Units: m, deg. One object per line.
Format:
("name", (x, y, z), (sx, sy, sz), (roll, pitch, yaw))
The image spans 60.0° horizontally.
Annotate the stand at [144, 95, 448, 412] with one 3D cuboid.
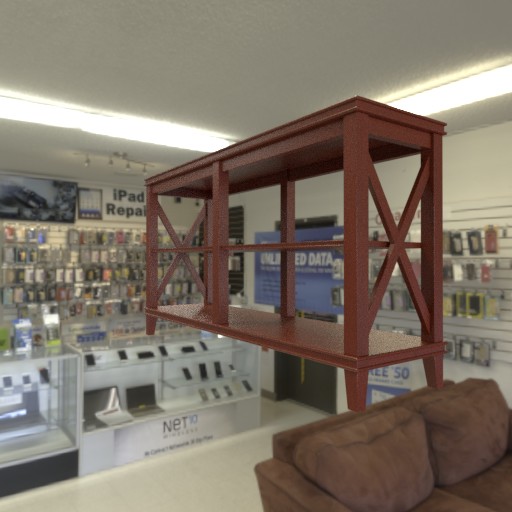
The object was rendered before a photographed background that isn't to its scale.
("stand", (0.000, 0.000, 1.725), (0.381, 0.762, 1.372), (0, 0, -35))
